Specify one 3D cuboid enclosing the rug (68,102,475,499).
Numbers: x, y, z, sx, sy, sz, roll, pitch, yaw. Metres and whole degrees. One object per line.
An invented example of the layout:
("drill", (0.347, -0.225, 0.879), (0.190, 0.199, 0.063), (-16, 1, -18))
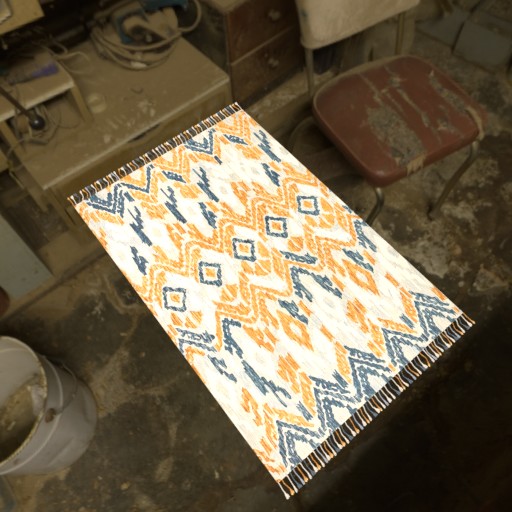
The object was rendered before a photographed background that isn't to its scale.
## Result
("rug", (0.000, 0.000, 2.949), (1.533, 0.010, 2.428), (-35, 67, -17))
